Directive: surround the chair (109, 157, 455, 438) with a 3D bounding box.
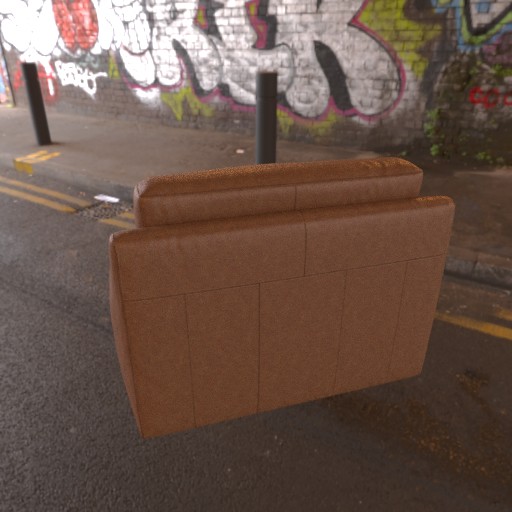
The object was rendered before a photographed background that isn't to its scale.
[{"bbox_3d":[0.000,0.000,2.000,1.276,0.978,1.050,-8,27,-16],"label":"chair"}]
